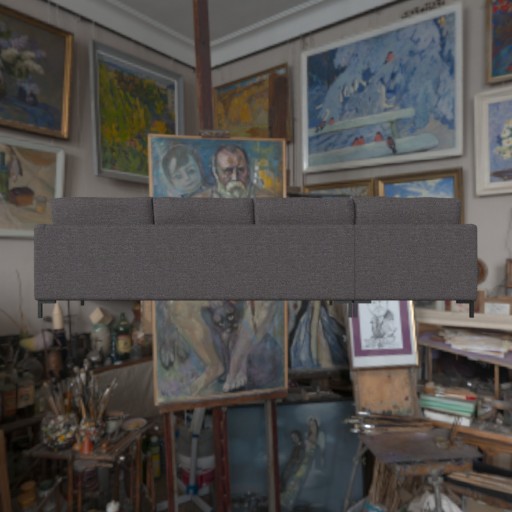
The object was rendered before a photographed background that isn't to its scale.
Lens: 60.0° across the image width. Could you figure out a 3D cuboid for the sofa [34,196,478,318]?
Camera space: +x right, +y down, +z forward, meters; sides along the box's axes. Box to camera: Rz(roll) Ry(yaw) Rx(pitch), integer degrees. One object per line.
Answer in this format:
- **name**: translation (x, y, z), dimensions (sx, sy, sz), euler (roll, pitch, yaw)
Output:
- **sofa**: translation (0.000, 0.000, 3.284), dimensions (2.731, 0.754, 1.258), euler (0, 0, 0)
